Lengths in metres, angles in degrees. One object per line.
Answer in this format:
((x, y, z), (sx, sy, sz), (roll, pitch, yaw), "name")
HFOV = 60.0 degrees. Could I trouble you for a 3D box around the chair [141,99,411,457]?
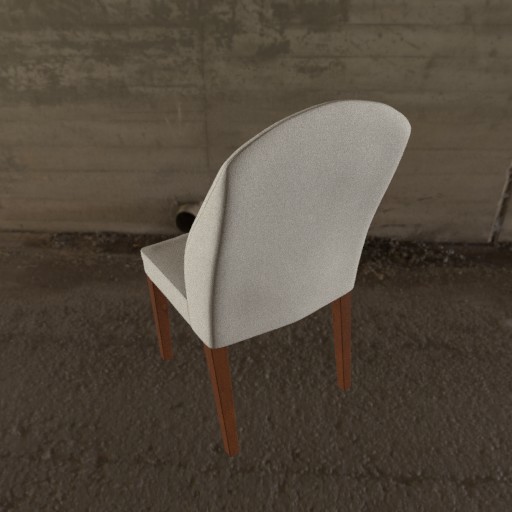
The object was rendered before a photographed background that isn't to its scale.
((0.000, 0.000, 1.202), (0.472, 0.893, 0.540), (-19, 35, -29), "chair")
